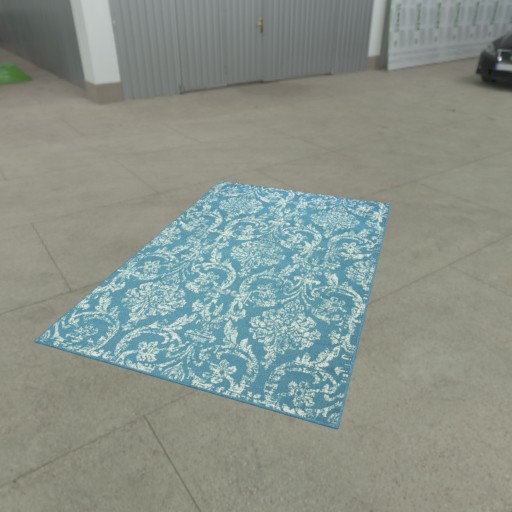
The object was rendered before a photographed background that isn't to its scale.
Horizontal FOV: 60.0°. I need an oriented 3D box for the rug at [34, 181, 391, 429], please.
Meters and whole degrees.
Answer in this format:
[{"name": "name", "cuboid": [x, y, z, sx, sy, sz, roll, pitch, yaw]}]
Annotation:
[{"name": "rug", "cuboid": [0.000, 0.000, 3.471, 1.816, 0.018, 2.746, 10, 32, 17]}]
